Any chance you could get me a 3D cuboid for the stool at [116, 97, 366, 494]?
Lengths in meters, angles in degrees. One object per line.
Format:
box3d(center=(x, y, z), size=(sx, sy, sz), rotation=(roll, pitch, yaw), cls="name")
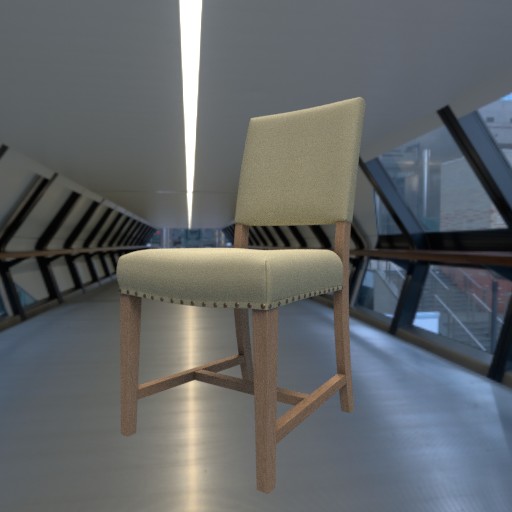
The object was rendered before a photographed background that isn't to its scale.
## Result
box3d(center=(0.000, 0.000, 1.313), size=(0.508, 0.986, 0.623), rotation=(2, 3, 36), cls="stool")
